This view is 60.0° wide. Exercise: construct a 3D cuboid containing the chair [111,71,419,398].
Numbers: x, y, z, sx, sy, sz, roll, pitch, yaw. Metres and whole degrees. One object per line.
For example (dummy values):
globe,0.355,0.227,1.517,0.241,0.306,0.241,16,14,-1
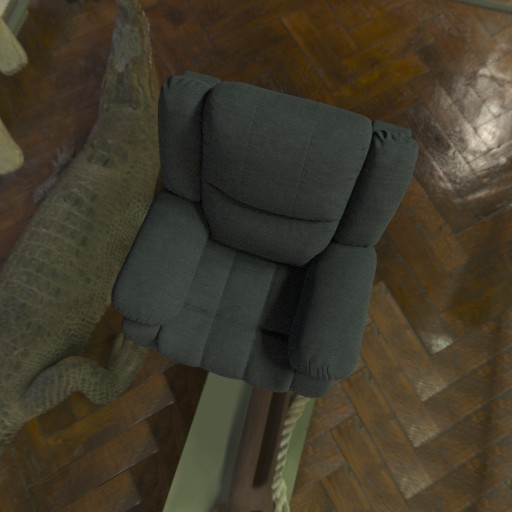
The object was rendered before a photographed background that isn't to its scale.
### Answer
chair,0.000,0.000,1.720,0.899,1.008,0.944,16,76,4
